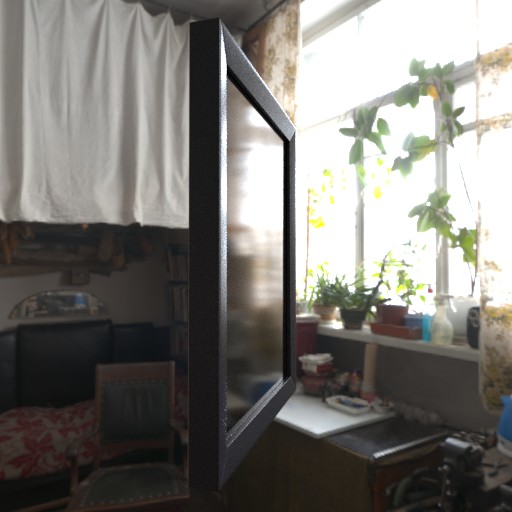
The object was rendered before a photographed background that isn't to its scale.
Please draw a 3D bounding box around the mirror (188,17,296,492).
[{"bbox_3d":[0.000,0.000,0.673,0.041,0.508,0.405,0,-1,17],"label":"mirror"}]
